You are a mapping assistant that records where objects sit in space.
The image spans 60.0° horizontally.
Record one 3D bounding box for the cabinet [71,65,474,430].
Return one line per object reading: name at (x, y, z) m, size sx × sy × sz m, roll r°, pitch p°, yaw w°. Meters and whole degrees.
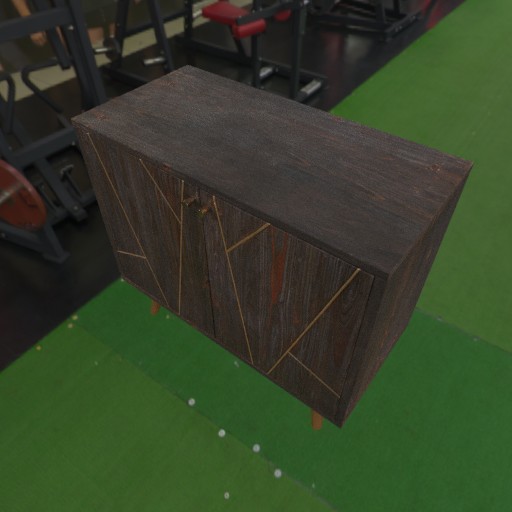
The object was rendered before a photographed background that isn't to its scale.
cabinet at (0.000, 0.000, 1.538) m, size 1.023 × 0.897 × 0.529 m, roll 29°, pitch 52°, yaw 25°
